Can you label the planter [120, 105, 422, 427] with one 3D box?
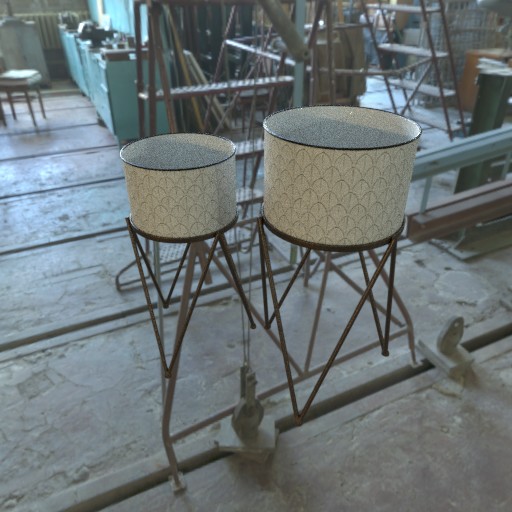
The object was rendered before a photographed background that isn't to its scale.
[{"bbox_3d":[0.000,0.000,1.165,0.769,0.712,0.413,10,33,16],"label":"planter"}]
